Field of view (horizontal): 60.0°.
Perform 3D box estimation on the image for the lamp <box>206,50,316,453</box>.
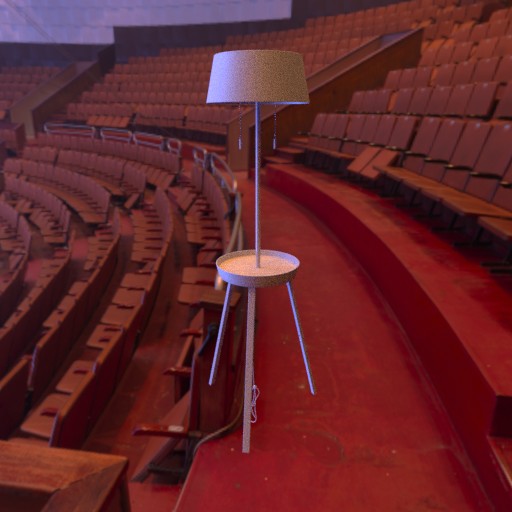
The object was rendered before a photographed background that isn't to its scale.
[{"bbox_3d":[0.000,0.000,1.688,0.508,1.429,0.468,3,18,8],"label":"lamp"}]
